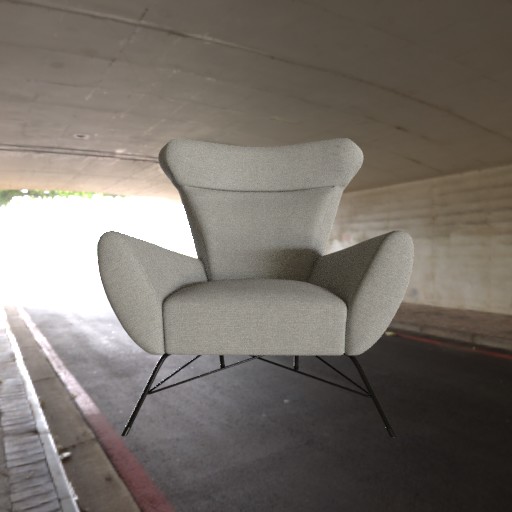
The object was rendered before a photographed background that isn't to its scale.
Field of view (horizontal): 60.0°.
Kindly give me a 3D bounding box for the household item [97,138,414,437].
[{"bbox_3d":[0.000,0.000,1.741,0.980,1.050,0.900,0,1,1],"label":"household item"}]
